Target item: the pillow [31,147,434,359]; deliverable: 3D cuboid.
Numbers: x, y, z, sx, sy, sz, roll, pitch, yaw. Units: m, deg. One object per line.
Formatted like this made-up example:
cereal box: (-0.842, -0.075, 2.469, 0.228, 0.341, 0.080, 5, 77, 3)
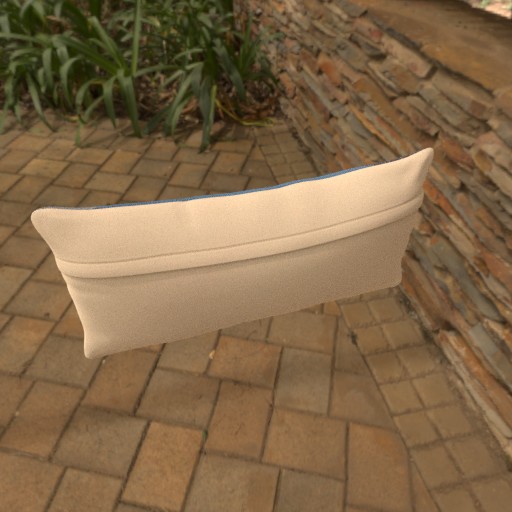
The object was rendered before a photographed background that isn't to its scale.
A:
pillow: (0.000, 0.000, 0.725, 0.604, 0.307, 0.148, -12, 42, -13)
